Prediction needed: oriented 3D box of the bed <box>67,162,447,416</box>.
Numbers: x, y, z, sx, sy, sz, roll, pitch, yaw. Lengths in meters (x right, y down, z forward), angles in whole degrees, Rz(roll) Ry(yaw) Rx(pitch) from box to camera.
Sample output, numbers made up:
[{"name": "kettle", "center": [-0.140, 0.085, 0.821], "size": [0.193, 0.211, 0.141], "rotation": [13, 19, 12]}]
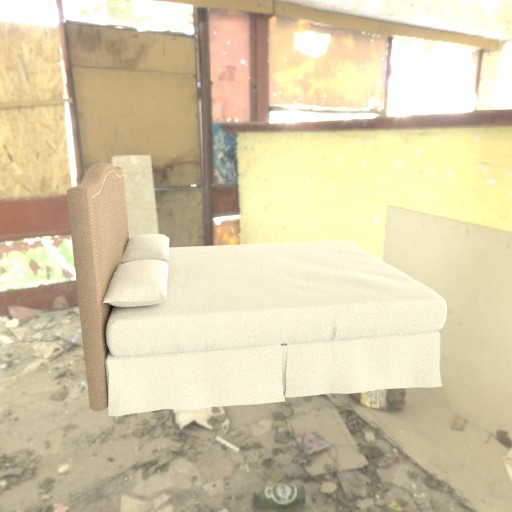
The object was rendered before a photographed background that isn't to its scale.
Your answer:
[{"name": "bed", "center": [0.000, 0.000, 3.433], "size": [2.282, 1.436, 1.821], "rotation": [-3, 15, -10]}]
